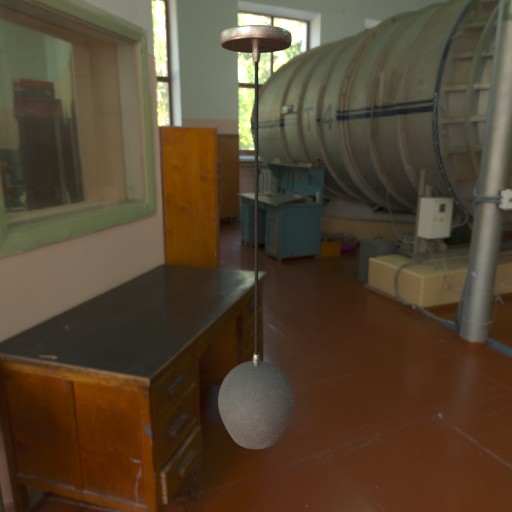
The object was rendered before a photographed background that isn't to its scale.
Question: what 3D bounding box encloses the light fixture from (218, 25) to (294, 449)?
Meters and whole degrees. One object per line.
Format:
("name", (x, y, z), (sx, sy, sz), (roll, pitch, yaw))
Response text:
("light fixture", (0.000, 0.000, 0.829), (0.153, 0.760, 0.153), (2, 14, 9))
